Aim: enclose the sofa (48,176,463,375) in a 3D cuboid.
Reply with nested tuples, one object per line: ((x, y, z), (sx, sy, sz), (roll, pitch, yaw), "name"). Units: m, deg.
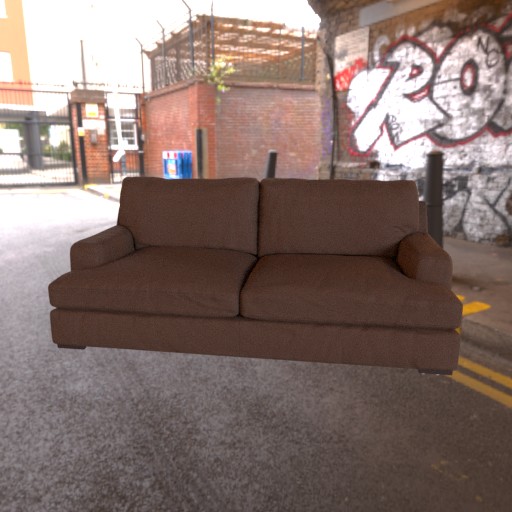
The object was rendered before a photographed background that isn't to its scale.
((0.000, 0.000, 2.827), (2.274, 0.950, 1.140), (2, 13, 8), "sofa")
